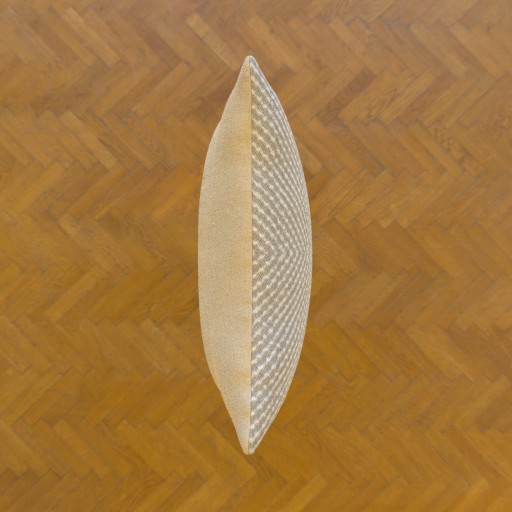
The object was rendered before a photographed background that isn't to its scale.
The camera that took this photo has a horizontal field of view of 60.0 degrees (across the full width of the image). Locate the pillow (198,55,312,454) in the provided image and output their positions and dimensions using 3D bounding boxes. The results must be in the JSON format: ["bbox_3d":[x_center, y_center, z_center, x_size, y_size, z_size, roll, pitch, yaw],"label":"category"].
[{"bbox_3d":[0.000,0.000,0.729,0.181,0.458,0.459,0,90,-1],"label":"pillow"}]
